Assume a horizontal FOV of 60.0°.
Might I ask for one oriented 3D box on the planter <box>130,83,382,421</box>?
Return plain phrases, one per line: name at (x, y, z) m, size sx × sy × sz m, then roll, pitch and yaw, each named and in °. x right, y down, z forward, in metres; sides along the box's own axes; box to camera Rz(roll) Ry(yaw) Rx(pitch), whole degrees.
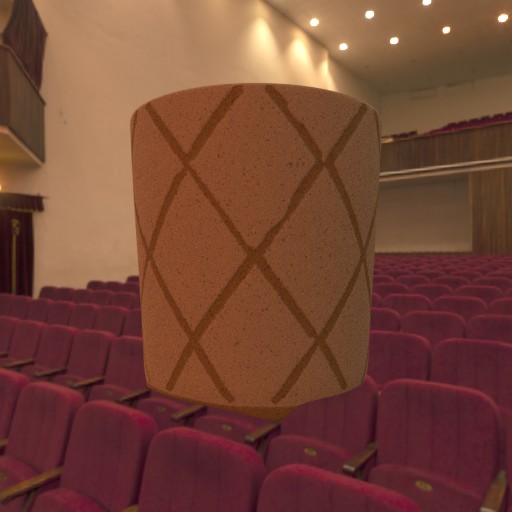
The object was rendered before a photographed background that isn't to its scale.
planter at (0.000, 0.000, 0.349) m, size 0.191 × 0.199 × 0.191 m, roll 0°, pitch 0°, yaw 0°
